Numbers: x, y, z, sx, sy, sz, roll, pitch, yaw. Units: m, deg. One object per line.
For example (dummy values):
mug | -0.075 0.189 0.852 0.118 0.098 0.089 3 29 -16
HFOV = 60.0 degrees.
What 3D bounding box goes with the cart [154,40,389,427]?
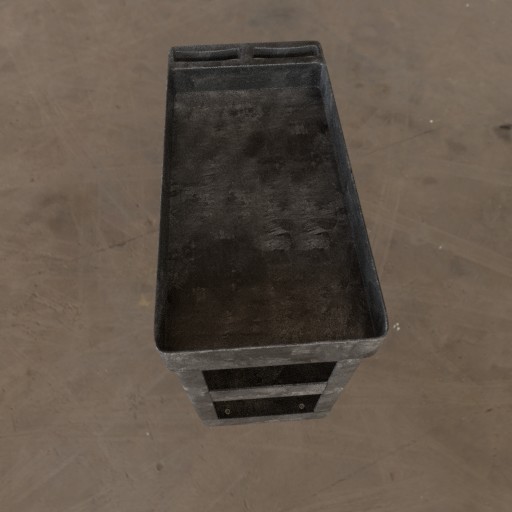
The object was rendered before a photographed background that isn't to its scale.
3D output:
cart | 0.000 0.000 1.341 0.420 0.824 0.877 -3 59 -2
